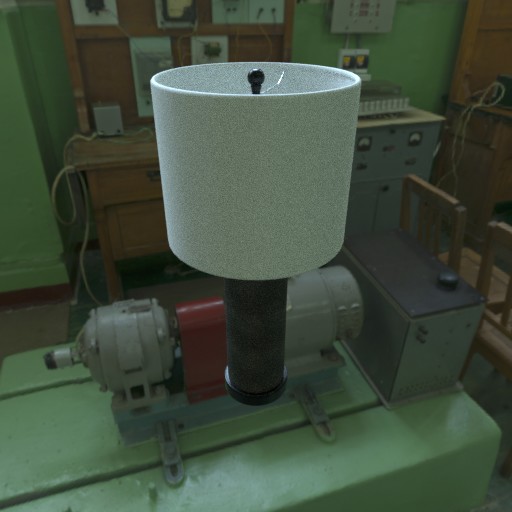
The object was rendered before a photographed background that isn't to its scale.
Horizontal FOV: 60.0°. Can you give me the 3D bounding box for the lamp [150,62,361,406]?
[{"bbox_3d":[0.000,0.000,0.807,0.305,0.634,0.305,-10,32,-17],"label":"lamp"}]
